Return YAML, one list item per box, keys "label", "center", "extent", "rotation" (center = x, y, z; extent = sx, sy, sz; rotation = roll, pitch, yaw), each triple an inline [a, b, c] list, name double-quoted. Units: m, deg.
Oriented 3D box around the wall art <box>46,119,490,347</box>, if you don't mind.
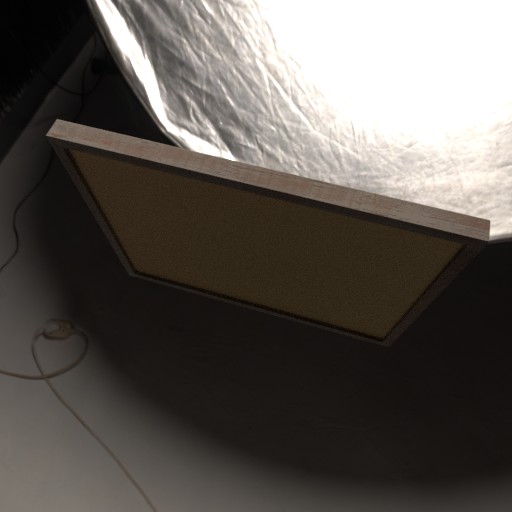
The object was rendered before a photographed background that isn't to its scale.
- label: "wall art"
  center: [0.000, 0.000, 1.733]
  extent: [1.320, 1.009, 0.070]
  rotation: [15, 63, 8]
